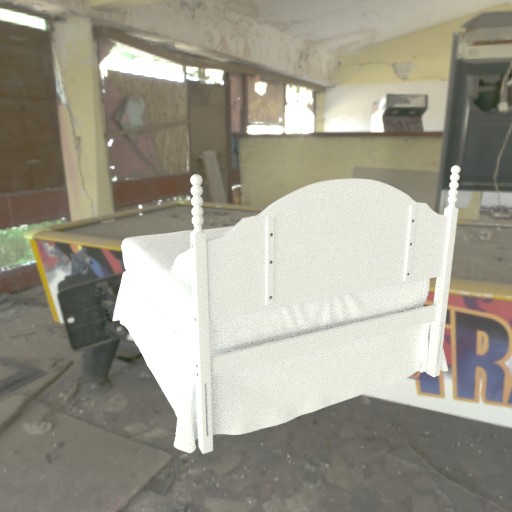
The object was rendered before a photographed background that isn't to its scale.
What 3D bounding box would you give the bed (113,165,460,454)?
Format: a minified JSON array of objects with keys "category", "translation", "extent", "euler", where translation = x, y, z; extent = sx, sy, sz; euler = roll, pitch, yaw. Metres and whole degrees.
[{"category":"bed","translation":[0.000,0.000,3.242],"extent":[1.873,1.356,2.040],"euler":[-7,16,-26]}]
